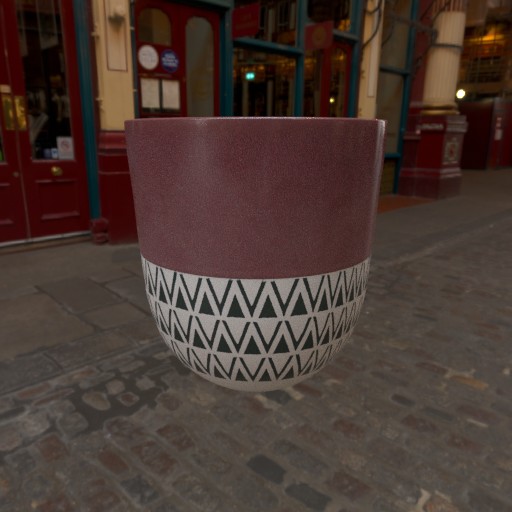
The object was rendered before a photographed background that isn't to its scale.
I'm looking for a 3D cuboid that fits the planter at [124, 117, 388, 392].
[{"bbox_3d":[0.000,0.000,0.368,0.195,0.214,0.195,0,15,0],"label":"planter"}]
